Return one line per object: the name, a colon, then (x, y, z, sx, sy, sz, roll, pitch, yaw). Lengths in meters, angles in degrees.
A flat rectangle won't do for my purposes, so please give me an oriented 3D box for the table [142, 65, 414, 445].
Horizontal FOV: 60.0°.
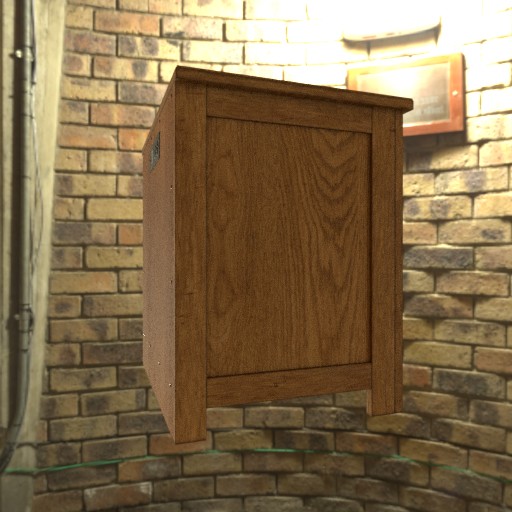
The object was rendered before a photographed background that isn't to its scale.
table: (0.000, 0.000, 1.086, 0.494, 0.625, 0.601, 0, 0, -19)
